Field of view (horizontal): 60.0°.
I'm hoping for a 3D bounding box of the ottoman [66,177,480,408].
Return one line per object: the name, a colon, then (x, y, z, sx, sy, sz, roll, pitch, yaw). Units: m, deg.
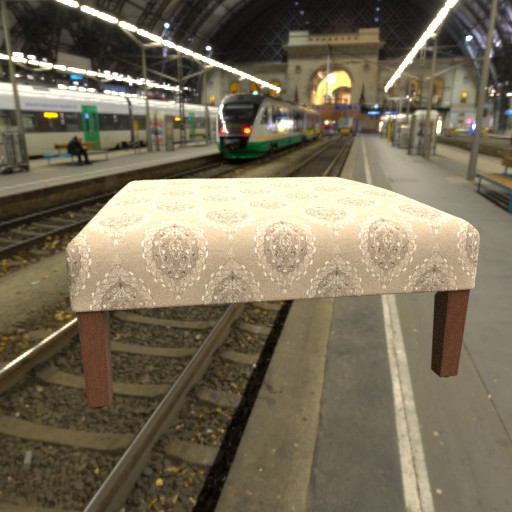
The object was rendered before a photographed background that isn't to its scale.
ottoman: (0.000, 0.000, 1.379, 0.889, 0.411, 0.890, -2, 17, -8)
